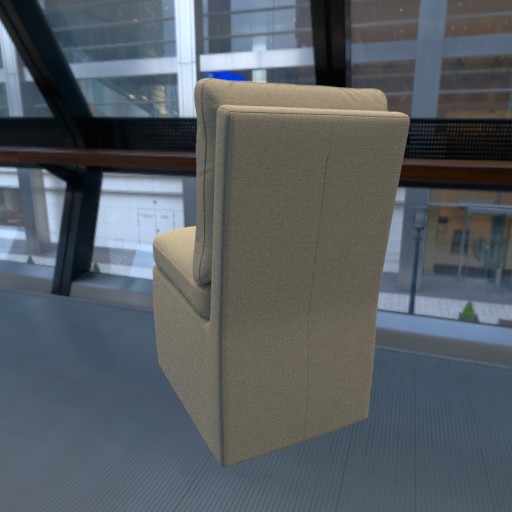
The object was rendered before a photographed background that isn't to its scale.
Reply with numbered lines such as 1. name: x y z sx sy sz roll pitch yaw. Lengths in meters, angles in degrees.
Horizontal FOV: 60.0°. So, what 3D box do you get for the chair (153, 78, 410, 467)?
1. chair: 0.000 0.000 1.331 0.503 0.927 0.698 -7 16 -26
